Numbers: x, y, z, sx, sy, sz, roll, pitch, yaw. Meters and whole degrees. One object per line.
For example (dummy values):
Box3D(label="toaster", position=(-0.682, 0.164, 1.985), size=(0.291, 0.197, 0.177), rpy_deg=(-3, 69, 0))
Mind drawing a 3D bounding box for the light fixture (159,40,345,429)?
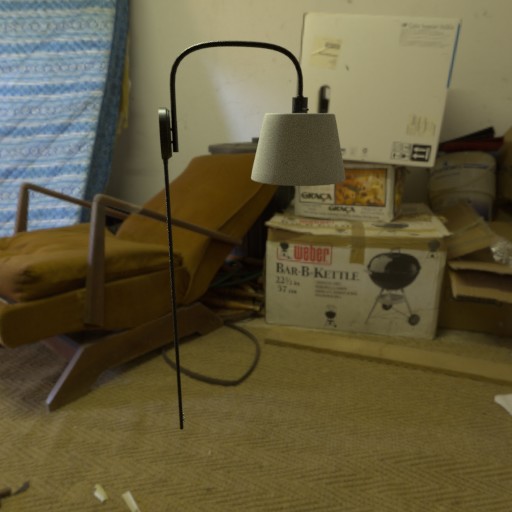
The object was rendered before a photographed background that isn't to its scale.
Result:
Box3D(label="light fixture", position=(0.000, 0.000, 0.453), size=(0.176, 0.399, 0.092), rpy_deg=(-3, 18, -10))
